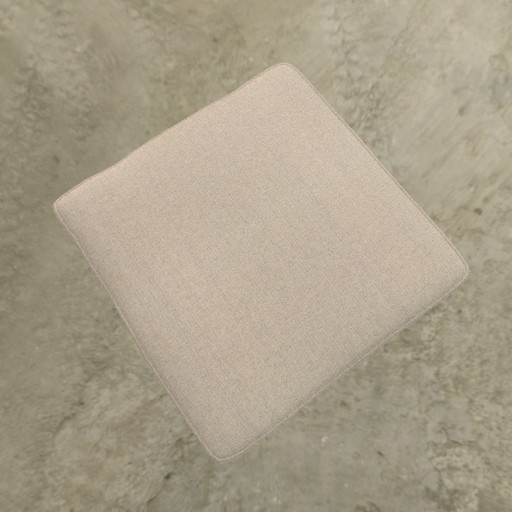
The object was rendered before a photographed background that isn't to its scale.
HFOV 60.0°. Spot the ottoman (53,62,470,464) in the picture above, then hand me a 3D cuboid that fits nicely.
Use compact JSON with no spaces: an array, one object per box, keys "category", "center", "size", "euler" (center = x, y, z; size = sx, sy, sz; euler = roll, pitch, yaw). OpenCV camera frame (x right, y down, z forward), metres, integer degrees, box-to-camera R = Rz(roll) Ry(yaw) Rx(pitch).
[{"category":"ottoman","center":[0.000,0.000,1.355],"size":[0.838,0.481,0.838],"euler":[-35,77,-9]}]
